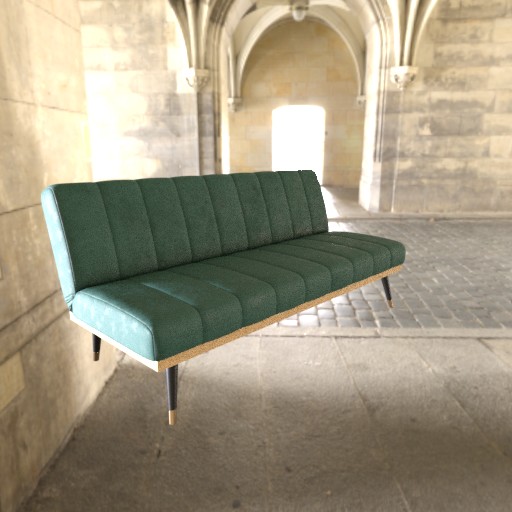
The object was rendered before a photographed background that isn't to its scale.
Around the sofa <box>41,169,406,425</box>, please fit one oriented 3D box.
[{"bbox_3d":[0.000,0.000,2.329,0.830,0.820,1.810,13,19,42],"label":"sofa"}]
